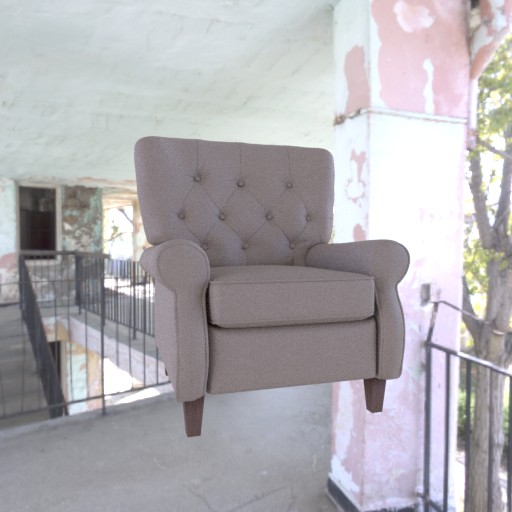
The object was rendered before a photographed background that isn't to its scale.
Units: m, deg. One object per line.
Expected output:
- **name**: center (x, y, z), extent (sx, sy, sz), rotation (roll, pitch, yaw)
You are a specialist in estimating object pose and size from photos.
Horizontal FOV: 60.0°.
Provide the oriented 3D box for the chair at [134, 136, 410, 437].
- **chair**: center (0.000, 0.000, 1.924), extent (0.999, 1.138, 1.041), rotation (-1, 2, -17)
